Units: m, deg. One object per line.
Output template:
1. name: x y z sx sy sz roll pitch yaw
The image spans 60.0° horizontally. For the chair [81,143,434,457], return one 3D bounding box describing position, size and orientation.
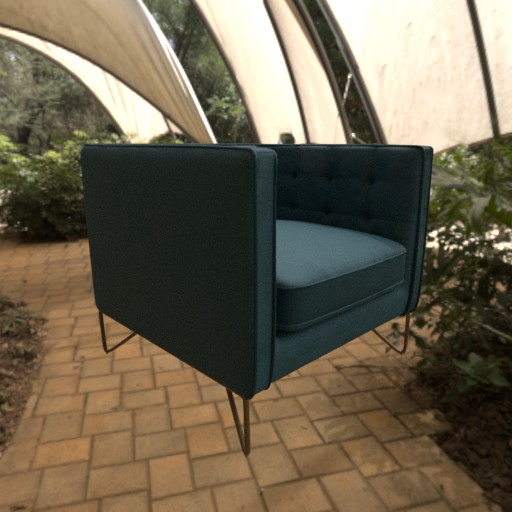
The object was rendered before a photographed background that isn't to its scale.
1. chair: 0.000 0.000 1.603 0.880 0.790 0.894 -14 20 -42
